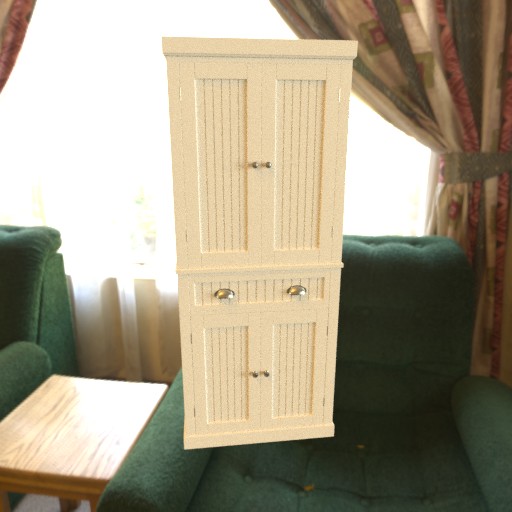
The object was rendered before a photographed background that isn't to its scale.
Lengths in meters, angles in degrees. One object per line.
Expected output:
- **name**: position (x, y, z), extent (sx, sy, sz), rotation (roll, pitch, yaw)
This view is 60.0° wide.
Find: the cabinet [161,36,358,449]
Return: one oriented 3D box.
- **cabinet**: position (0.000, 0.000, 2.114), extent (0.754, 1.829, 0.390), rotation (-2, 17, -7)
